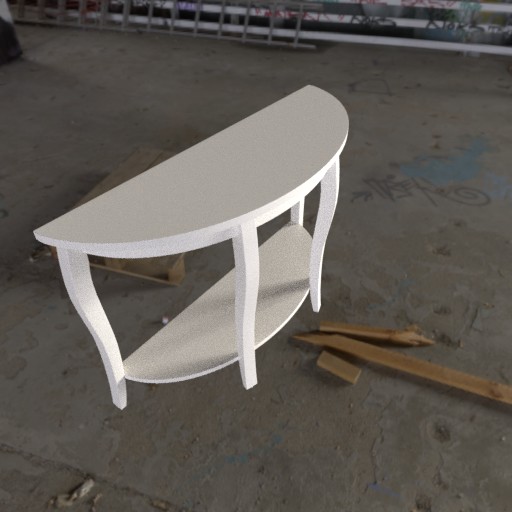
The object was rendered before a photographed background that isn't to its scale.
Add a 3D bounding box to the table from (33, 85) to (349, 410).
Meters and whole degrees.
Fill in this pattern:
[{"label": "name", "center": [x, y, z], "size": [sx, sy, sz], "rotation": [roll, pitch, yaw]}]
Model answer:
[{"label": "table", "center": [0.000, 0.000, 1.575], "size": [0.394, 0.780, 1.219], "rotation": [26, 47, 27]}]
